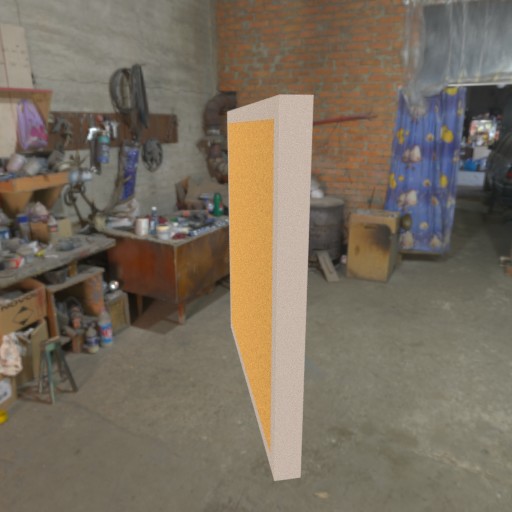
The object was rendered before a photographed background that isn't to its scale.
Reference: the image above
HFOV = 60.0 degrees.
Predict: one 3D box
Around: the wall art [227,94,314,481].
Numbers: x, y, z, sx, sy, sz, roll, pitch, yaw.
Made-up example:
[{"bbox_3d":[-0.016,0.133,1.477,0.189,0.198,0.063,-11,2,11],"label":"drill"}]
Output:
[{"bbox_3d":[0.000,0.000,2.011,0.098,1.291,1.289,-3,16,-10],"label":"wall art"}]
